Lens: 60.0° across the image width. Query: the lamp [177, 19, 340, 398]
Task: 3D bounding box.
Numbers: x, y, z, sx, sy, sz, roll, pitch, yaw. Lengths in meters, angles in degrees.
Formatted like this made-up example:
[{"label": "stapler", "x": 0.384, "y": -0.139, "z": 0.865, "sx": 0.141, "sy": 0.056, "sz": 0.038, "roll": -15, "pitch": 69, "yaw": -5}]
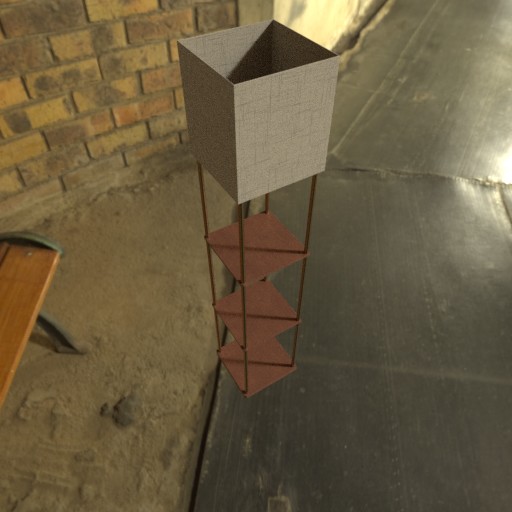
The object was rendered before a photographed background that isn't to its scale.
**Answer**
[{"label": "lamp", "x": 0.000, "y": 0.000, "z": 1.721, "sx": 0.310, "sy": 1.569, "sz": 0.308, "roll": -24, "pitch": 51, "yaw": -21}]
